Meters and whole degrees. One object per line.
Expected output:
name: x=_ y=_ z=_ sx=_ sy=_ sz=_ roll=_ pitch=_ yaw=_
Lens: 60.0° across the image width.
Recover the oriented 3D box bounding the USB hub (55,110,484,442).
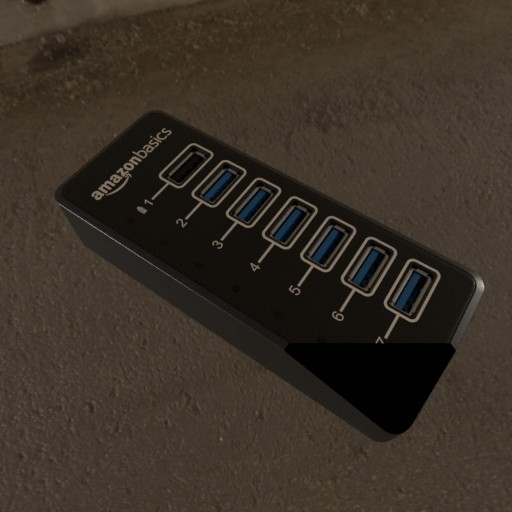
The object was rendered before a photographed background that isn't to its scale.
USB hub: x=0.000 y=0.000 z=0.125 sx=0.110 sy=0.023 sz=0.044 roll=31 pitch=64 yaw=17
